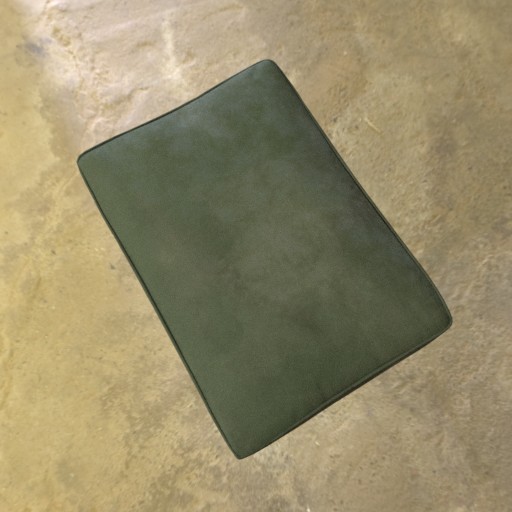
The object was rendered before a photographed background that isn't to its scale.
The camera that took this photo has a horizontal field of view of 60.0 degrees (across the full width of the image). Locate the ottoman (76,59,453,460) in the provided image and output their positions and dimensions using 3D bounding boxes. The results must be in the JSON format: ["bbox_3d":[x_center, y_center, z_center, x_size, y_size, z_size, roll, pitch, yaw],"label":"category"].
[{"bbox_3d":[0.000,0.000,1.279,0.632,0.495,0.864,-30,78,-7],"label":"ottoman"}]
